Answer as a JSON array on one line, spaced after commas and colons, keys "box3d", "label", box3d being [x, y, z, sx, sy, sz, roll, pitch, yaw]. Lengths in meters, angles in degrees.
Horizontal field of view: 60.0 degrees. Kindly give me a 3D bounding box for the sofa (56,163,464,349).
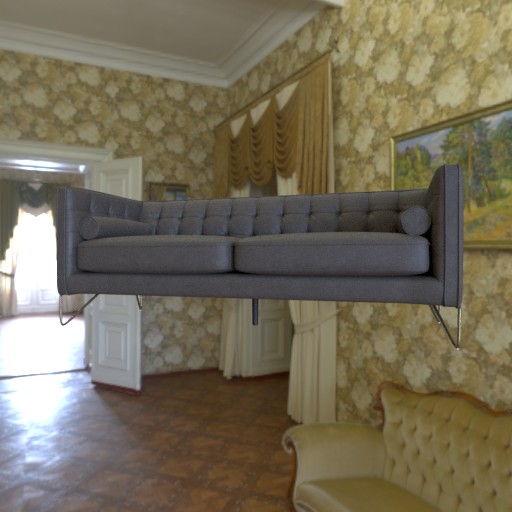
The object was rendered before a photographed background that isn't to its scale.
[{"box3d": [0.000, 0.000, 2.534, 2.087, 0.789, 0.867, 0, 0, 18], "label": "sofa"}]
